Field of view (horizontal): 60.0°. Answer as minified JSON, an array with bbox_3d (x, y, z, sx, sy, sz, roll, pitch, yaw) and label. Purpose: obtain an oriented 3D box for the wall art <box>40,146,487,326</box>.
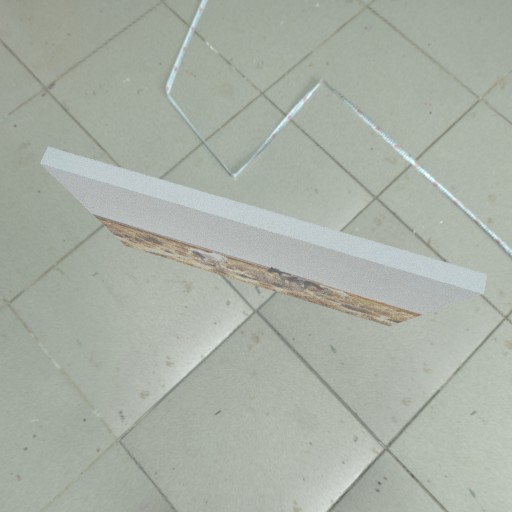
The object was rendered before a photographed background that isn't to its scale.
[{"bbox_3d":[0.000,0.000,1.461,1.138,0.761,0.051,17,76,4],"label":"wall art"}]
